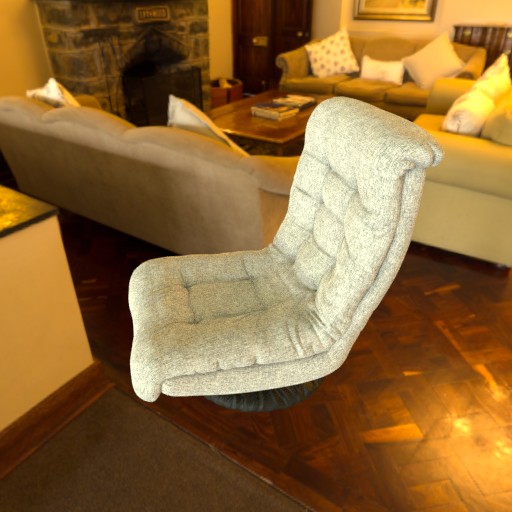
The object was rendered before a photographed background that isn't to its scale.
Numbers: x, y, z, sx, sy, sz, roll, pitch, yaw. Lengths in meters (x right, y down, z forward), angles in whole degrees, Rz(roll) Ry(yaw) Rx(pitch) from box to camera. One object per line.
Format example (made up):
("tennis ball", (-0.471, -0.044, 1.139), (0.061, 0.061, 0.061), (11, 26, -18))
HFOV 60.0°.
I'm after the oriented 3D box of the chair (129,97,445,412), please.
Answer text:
("chair", (0.000, 0.000, 0.967), (0.583, 0.600, 0.400), (-8, 32, -13))
